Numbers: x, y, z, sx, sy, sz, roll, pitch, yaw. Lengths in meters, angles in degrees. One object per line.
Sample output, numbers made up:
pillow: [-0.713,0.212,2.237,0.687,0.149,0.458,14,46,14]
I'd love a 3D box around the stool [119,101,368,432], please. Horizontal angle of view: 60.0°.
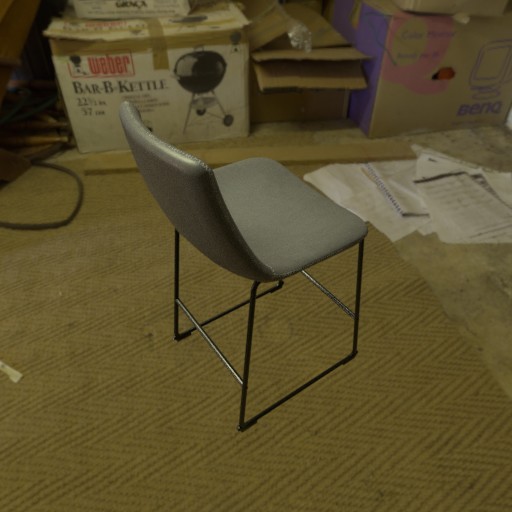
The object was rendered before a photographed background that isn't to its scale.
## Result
stool: [0.000,0.000,1.219,0.546,0.876,0.470,-25,47,-26]
